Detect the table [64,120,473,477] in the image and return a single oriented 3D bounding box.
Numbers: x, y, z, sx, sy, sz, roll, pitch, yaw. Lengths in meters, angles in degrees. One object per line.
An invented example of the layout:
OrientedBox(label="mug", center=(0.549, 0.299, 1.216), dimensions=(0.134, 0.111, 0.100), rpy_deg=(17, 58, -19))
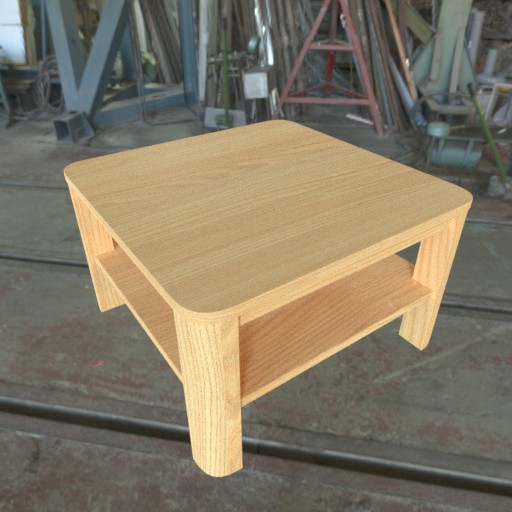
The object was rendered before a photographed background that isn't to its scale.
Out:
OrientedBox(label="table", center=(0.000, 0.000, 1.213), dimensions=(0.750, 0.450, 0.750), rpy_deg=(-21, 39, -29))
